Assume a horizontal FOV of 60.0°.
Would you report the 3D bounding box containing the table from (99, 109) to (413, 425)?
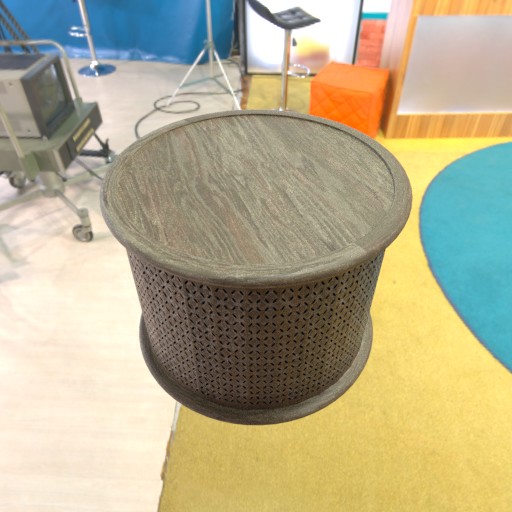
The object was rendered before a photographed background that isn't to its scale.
[{"bbox_3d":[0.000,0.000,1.031,0.607,0.450,0.607,0,42,0],"label":"table"}]
